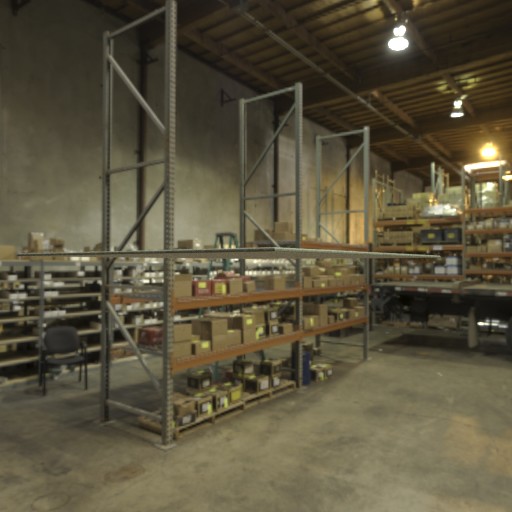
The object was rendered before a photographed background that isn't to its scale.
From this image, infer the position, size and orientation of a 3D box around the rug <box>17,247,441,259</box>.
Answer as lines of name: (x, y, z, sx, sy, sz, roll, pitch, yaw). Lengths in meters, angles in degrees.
rug: (0.000, 0.000, 3.977, 2.420, 0.019, 3.039, -1, -1, 36)
